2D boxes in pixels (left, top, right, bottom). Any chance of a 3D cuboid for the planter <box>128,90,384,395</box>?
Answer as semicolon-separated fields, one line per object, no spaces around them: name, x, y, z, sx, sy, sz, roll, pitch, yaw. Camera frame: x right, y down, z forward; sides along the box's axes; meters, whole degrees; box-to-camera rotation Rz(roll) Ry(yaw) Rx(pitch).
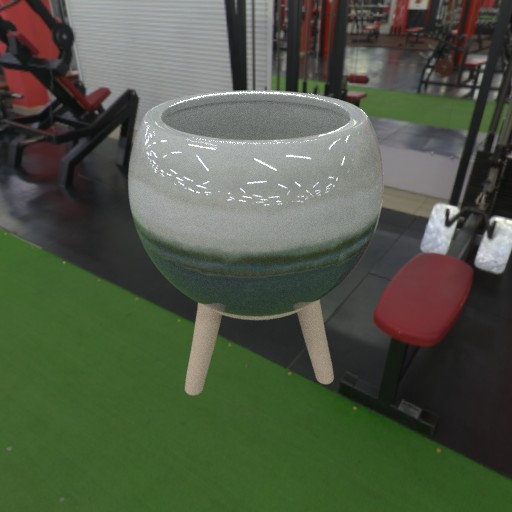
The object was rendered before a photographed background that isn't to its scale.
planter;0.000;0.000;0.436;0.222;0.278;0.222;0;31;0
